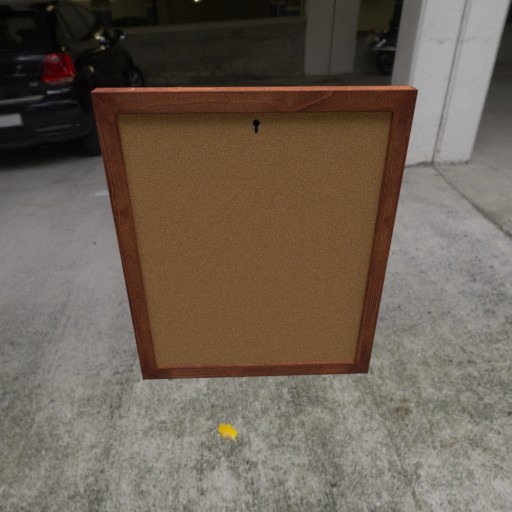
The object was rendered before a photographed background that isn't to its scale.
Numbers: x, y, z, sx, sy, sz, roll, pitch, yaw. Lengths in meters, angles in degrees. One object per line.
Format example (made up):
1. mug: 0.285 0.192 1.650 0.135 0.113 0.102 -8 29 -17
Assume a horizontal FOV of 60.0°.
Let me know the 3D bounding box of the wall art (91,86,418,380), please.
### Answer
1. wall art: 0.000 0.000 0.778 0.462 0.558 0.030 -1 31 -2
